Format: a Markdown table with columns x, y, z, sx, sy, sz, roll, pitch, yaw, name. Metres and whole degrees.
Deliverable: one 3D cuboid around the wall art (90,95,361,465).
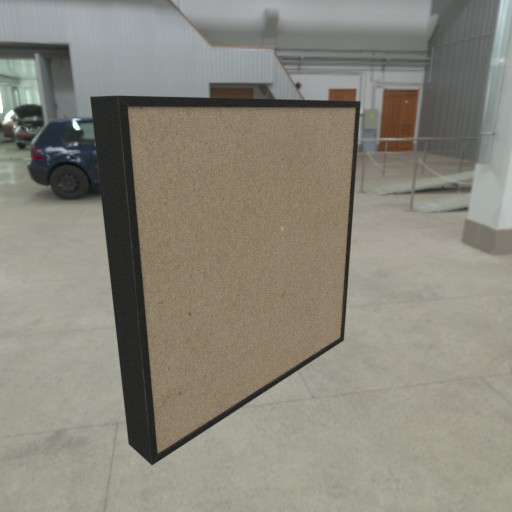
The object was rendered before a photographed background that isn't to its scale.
| x | y | z | sx | sy | sz | roll | pitch | yaw | name |
| --- | --- | --- | --- | --- | --- | --- | --- | --- | --- |
| 0.000 | 0.000 | 0.457 | 0.038 | 0.305 | 0.305 | 17 | 25 | 41 | wall art |
